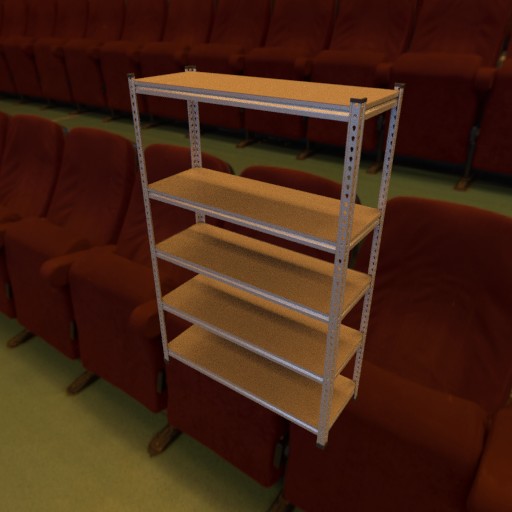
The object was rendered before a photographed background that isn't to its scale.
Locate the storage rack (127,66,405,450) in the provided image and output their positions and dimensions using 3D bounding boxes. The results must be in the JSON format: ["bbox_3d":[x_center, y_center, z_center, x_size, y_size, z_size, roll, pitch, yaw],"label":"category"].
[{"bbox_3d":[0.000,0.000,2.442,1.219,1.829,0.457,19,34,30],"label":"storage rack"}]
